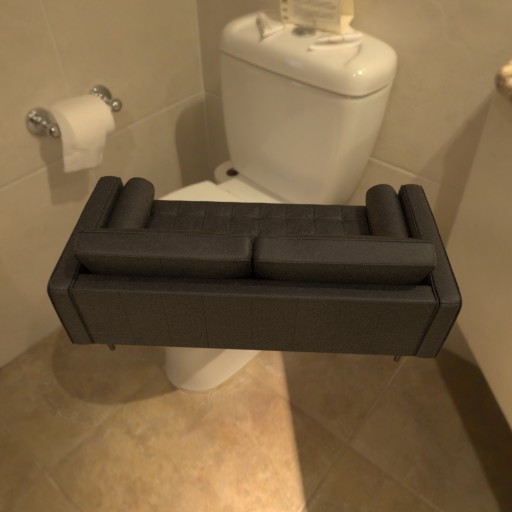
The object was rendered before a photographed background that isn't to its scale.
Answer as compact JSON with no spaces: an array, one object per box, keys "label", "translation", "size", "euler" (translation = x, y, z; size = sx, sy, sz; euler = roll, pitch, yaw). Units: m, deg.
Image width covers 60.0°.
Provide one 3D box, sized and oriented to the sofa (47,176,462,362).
[{"label":"sofa","translation":[0.000,0.000,2.390],"size":[1.879,0.770,0.921],"euler":[2,45,2]}]
